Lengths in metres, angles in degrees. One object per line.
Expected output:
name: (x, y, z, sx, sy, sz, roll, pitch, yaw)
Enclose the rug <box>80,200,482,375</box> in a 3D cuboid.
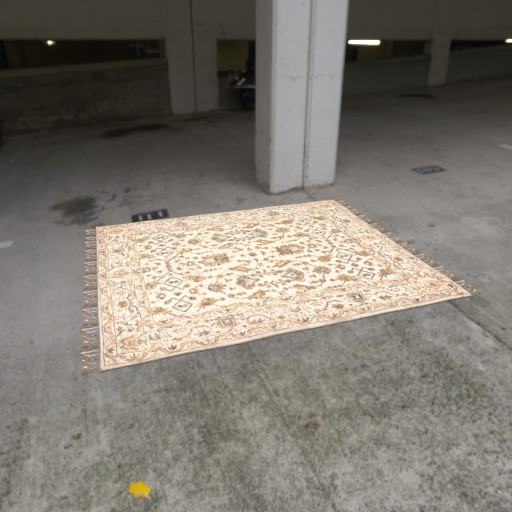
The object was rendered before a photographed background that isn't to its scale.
rug: (0.000, 0.000, 4.149, 3.061, 0.034, 2.426, -8, 28, -16)
